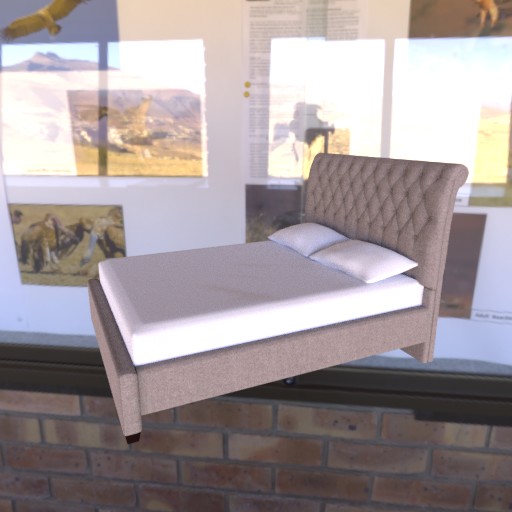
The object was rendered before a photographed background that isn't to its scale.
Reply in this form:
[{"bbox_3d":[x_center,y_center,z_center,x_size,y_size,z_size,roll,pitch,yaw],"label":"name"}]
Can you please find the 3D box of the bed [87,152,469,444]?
[{"bbox_3d":[0.000,0.000,3.258,2.252,1.371,1.645,-7,17,-24],"label":"bed"}]
